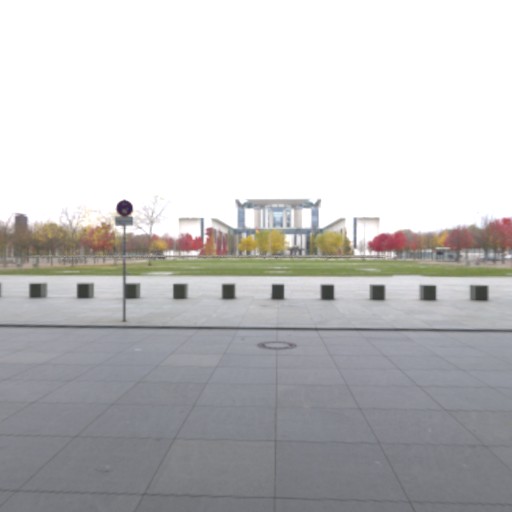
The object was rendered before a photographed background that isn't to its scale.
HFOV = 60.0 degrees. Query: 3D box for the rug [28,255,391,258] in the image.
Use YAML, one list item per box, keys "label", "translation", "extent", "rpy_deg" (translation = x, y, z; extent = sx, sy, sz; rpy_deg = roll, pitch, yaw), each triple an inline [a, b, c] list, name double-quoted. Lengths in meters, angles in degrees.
- label: "rug"
  translation: [0.000, 0.000, 4.102]
  extent: [2.380, 0.008, 2.977]
  rpy_deg: [0, 0, 18]
